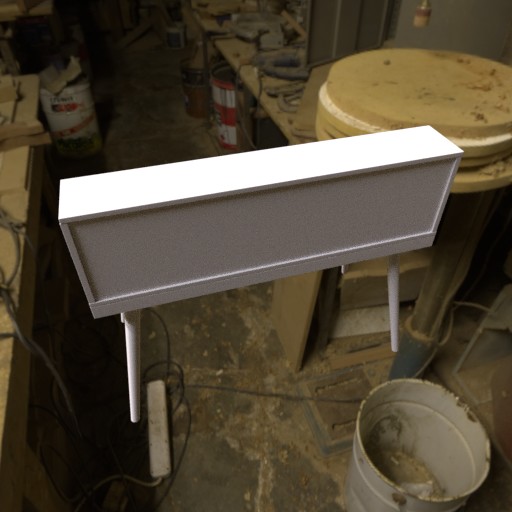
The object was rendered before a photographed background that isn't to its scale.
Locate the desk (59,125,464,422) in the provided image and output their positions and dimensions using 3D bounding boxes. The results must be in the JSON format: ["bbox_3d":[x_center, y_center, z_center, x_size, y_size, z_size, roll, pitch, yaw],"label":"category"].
[{"bbox_3d":[0.000,0.000,1.756,1.199,0.990,0.559,-11,43,-12],"label":"desk"}]
